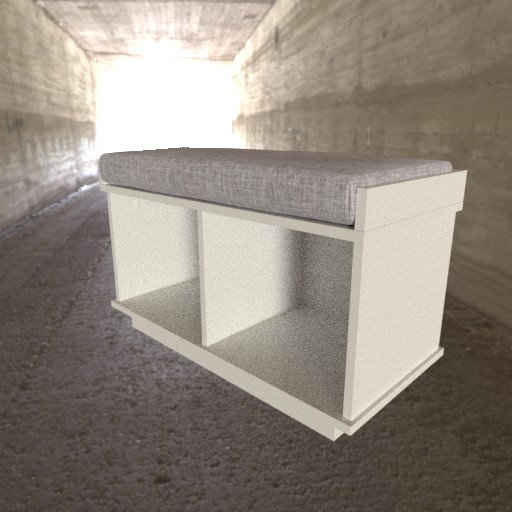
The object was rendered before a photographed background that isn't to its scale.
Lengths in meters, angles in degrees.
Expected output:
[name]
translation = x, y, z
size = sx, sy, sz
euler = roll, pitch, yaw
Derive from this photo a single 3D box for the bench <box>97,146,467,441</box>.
[bench]
translation = 0.000, 0.000, 0.994
size = 0.734, 0.461, 0.362
euler = 15, 22, 42
